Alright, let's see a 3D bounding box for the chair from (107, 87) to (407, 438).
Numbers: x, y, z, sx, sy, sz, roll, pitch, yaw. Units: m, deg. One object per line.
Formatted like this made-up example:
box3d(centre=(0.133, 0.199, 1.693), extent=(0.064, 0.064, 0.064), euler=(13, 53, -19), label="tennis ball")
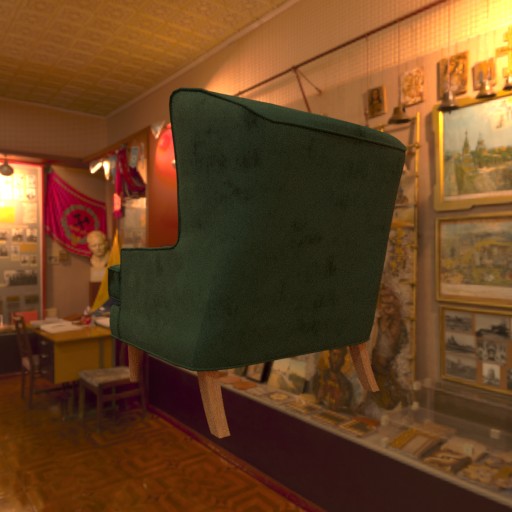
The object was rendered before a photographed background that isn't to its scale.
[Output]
box3d(centre=(0.000, 0.000, 1.589), extent=(0.793, 0.952, 0.910), euler=(-1, 1, -37), label="chair")
